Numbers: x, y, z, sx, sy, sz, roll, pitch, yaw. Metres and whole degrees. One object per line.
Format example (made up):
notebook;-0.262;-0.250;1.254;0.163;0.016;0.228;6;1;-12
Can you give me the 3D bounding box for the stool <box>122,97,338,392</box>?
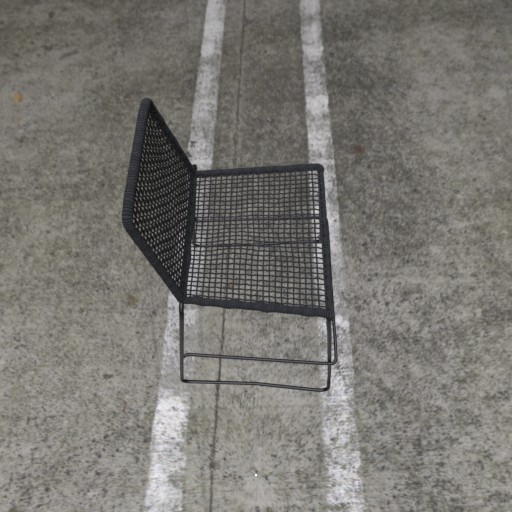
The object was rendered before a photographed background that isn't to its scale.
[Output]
stool;0.000;0.000;1.245;0.509;0.905;0.590;1;64;0
